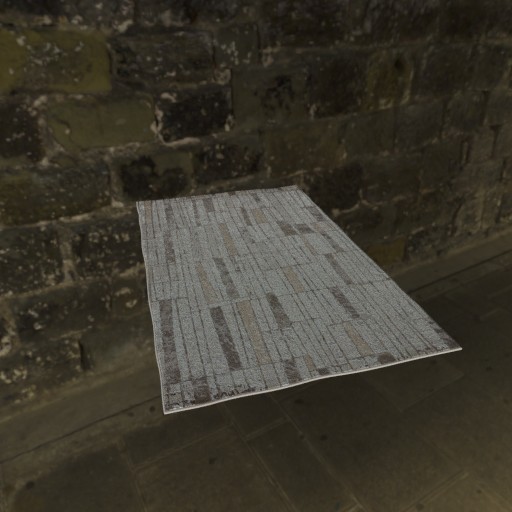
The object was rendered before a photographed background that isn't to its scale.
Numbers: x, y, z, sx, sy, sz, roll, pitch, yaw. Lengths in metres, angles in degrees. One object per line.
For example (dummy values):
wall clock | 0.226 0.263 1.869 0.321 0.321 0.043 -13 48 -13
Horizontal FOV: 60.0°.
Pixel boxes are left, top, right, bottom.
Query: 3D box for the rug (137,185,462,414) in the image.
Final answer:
rug | 0.000 0.000 3.124 1.531 0.023 2.444 -8 31 -14
